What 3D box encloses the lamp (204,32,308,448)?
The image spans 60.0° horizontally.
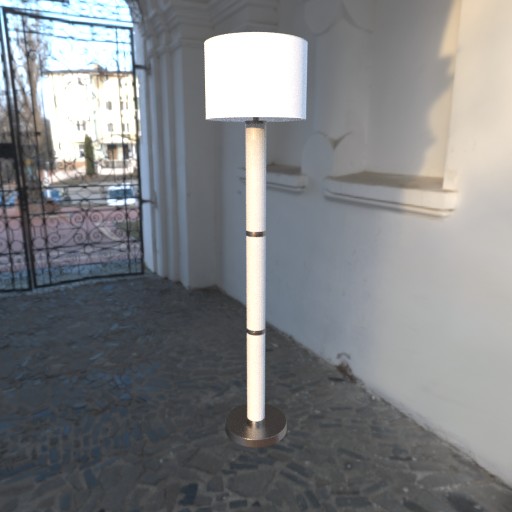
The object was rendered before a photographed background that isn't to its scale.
[{"bbox_3d":[0.000,0.000,1.809,0.377,1.599,0.377,-2,14,-10],"label":"lamp"}]
